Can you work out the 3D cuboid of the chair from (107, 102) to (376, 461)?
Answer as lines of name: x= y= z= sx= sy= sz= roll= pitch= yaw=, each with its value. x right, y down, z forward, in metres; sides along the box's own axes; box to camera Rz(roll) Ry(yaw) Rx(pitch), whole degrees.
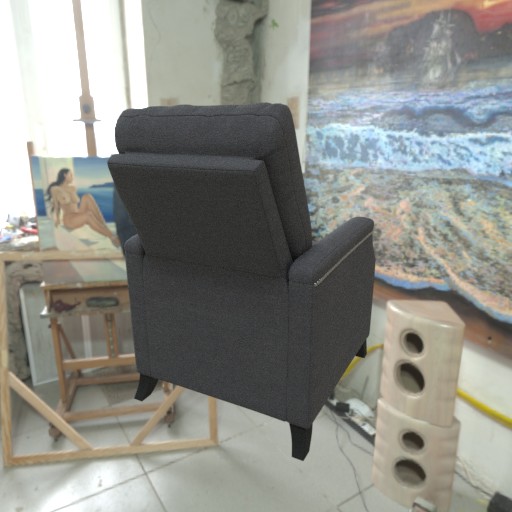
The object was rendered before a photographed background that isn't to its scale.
chair: x=0.000 y=0.000 z=1.649 sx=0.710 sy=1.049 sz=0.922 roll=9 pitch=19 yaw=27
